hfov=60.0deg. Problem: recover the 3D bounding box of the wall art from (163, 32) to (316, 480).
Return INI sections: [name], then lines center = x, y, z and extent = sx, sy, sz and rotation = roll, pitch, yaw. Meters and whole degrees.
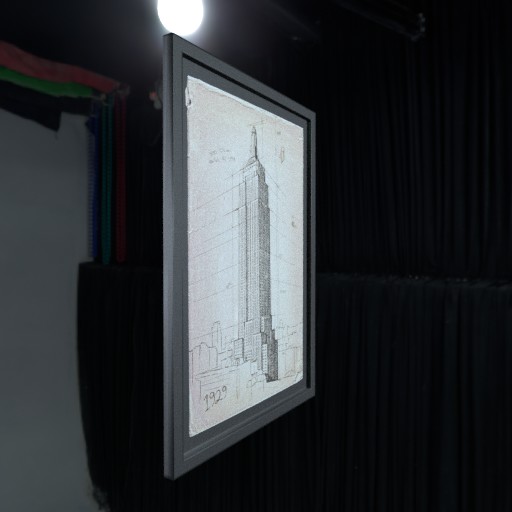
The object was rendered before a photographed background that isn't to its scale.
[wall art]
center = 0.000, 0.000, 0.555
extent = 0.013, 0.431, 0.303
rotation = 1, 1, 34
